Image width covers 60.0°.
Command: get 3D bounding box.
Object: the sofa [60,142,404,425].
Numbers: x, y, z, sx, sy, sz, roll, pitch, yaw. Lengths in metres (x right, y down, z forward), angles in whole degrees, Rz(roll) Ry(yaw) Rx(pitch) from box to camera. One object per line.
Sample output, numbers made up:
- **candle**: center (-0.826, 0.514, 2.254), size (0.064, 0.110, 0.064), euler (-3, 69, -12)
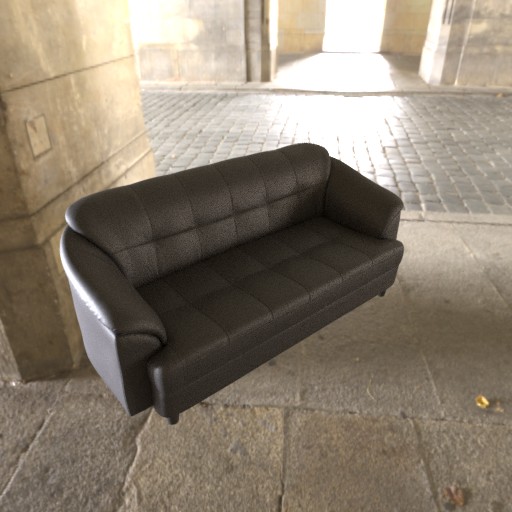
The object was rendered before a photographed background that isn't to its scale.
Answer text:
- **sofa**: center (0.000, 0.000, 2.319), size (1.829, 0.811, 0.800), euler (-23, 37, -34)
